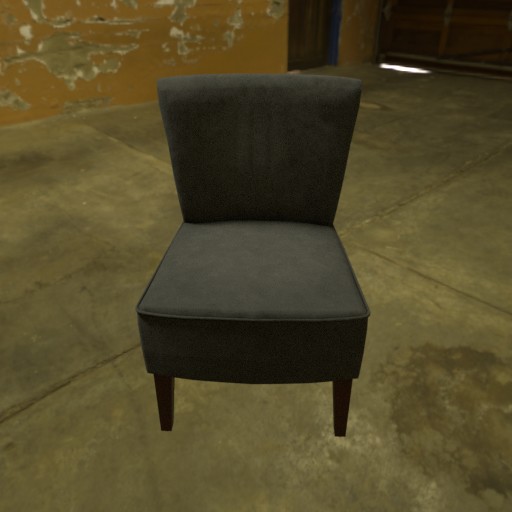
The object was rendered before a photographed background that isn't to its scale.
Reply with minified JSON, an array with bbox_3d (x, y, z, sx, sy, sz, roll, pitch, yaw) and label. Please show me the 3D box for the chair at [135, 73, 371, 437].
[{"bbox_3d":[0.000,0.000,1.139,0.521,0.806,0.554,1,31,2],"label":"chair"}]
